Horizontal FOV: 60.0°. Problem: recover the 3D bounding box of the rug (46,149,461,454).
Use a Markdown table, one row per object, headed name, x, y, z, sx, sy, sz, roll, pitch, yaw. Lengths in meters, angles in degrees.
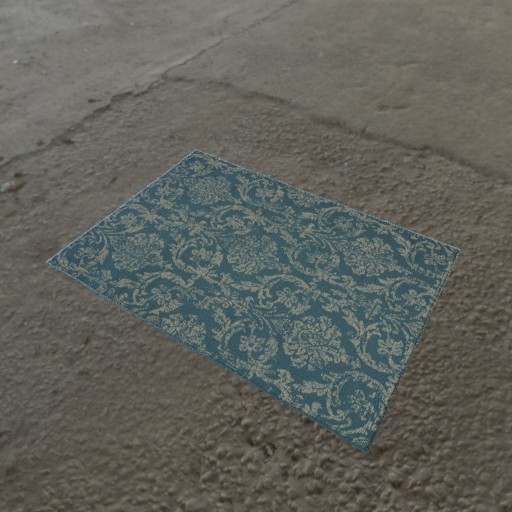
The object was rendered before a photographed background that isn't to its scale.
| name | x | y | z | sx | sy | sz | roll | pitch | yaw |
| --- | --- | --- | --- | --- | --- | --- | --- | --- | --- |
| rug | 0.000 | 0.000 | 2.874 | 2.205 | 0.012 | 1.554 | 25 | 51 | 22 |
